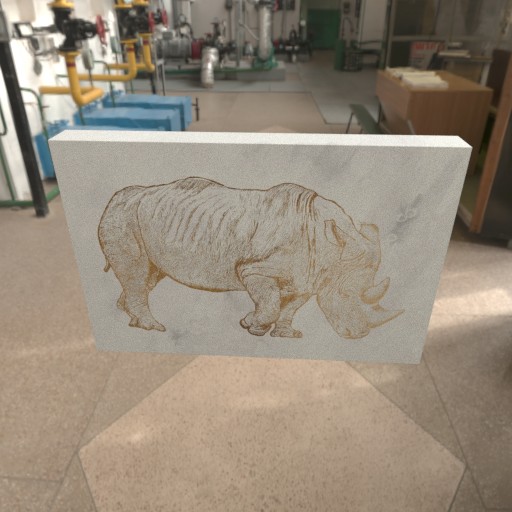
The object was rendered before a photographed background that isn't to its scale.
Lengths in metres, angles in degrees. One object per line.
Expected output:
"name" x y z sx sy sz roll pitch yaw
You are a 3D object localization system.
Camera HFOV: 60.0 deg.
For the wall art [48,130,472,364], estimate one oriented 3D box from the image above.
"wall art" 0.000 0.000 0.477 0.381 0.254 0.038 2 30 3
